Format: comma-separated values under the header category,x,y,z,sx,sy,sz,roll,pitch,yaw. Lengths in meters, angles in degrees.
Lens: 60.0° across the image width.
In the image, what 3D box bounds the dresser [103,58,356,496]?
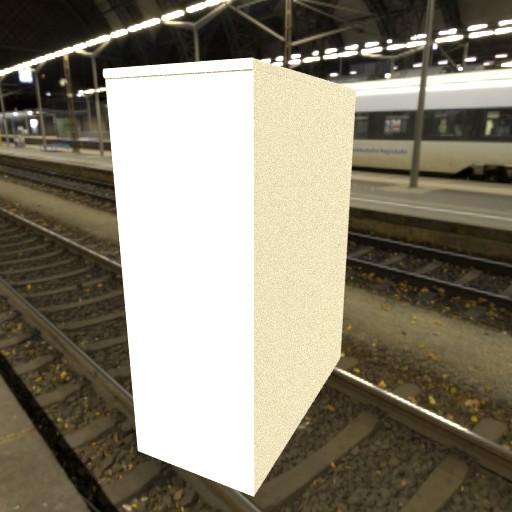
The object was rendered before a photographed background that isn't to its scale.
category,x,y,z,sx,sy,sz,roll,pitch,yaw
dresser,0.000,0.000,1.413,0.380,1.040,0.800,8,18,25
